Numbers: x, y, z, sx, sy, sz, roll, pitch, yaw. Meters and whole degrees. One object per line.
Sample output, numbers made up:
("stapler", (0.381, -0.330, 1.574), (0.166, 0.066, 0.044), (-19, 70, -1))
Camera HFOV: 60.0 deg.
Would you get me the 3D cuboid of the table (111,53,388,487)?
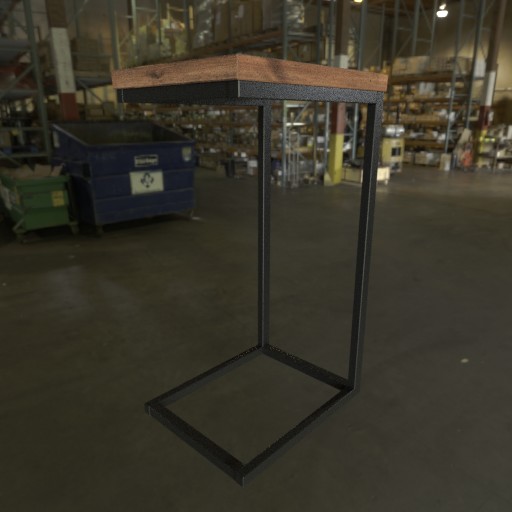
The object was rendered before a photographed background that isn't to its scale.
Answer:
("table", (0.000, 0.000, 0.935), (0.323, 0.718, 0.414), (16, 23, 41))
